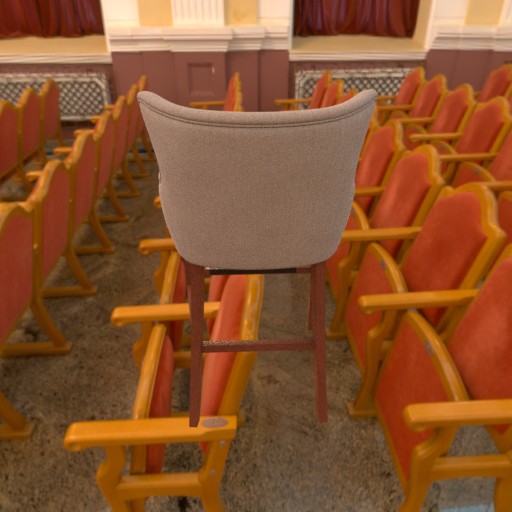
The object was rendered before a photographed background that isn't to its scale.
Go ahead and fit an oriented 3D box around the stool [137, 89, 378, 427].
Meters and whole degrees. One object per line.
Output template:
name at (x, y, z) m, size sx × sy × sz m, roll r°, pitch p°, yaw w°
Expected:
stool at (0.000, 0.000, 1.408) m, size 0.575 × 1.047 × 0.575 m, roll -1°, pitch 30°, yaw -2°
